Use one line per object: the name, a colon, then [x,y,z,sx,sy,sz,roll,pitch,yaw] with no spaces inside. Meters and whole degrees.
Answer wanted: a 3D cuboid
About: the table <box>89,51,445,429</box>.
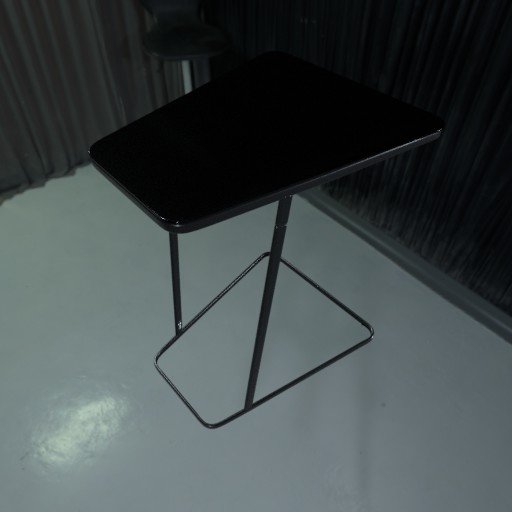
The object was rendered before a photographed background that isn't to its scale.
table: [0.000,0.000,0.956,0.500,0.624,0.427,-32,54,-28]
